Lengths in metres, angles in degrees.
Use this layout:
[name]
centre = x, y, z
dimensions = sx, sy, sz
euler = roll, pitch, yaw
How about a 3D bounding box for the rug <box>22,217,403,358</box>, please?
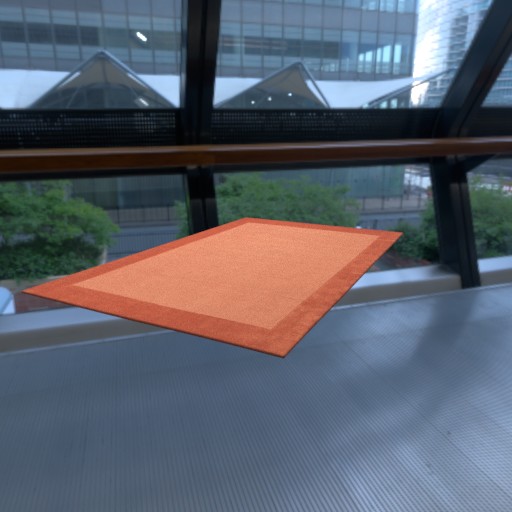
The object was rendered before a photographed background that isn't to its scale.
[rug]
centre = 0.000, 0.000, 3.038
dimensions = 1.524, 0.014, 2.438
euler = 8, 17, 27
